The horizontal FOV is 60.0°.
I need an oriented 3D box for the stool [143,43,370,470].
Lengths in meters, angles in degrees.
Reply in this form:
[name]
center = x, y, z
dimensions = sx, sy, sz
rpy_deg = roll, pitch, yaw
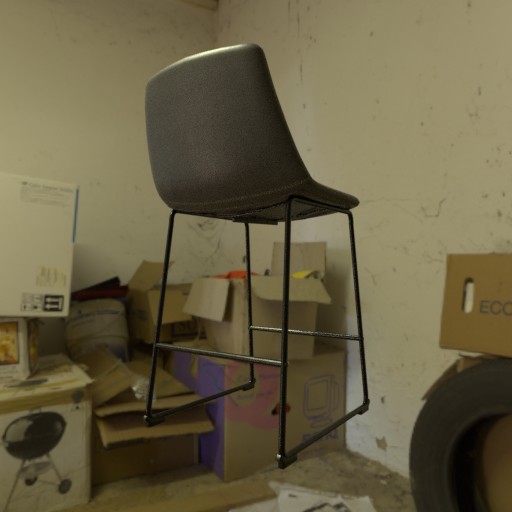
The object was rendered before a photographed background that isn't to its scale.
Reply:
[stool]
center = 0.000, 0.000, 1.185
dimensions = 0.470, 0.876, 0.546
rpy_deg = -1, -2, 36
